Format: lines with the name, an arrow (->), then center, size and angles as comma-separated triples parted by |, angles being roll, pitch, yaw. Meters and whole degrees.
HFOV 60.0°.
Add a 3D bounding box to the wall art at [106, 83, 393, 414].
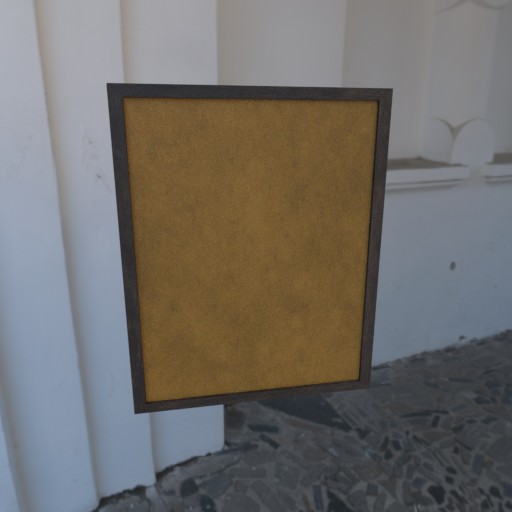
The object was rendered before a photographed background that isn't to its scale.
wall art -> 0.000, 0.000, 0.567 | 0.329, 0.406, 0.027 | -3, 16, -10
